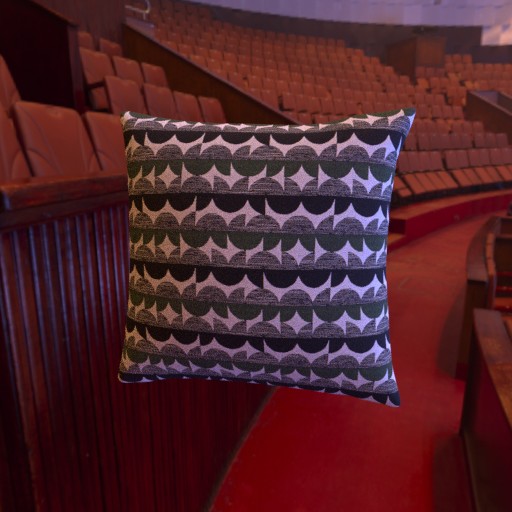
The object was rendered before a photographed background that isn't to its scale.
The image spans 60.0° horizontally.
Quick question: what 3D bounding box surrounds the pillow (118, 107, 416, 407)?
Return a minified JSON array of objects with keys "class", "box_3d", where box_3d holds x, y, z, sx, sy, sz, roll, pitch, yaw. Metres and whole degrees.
[{"class":"pillow","box_3d":[0.000,0.000,0.634,0.419,0.404,0.180,2,14,9]}]
